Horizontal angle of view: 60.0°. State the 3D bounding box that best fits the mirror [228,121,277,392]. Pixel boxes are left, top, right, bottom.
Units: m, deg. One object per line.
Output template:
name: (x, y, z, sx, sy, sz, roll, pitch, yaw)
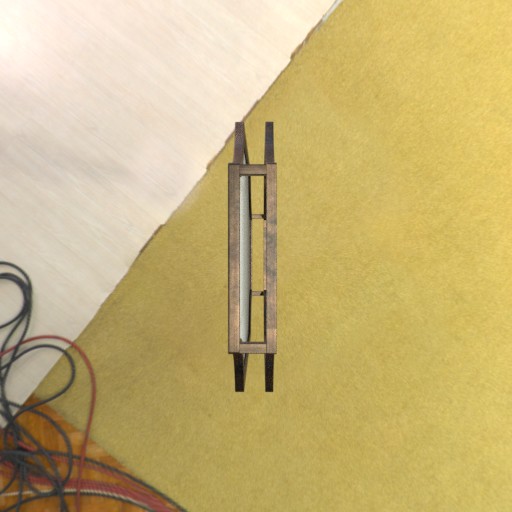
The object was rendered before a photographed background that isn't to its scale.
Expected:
mirror: (0.000, 0.000, 1.001, 0.066, 0.811, 0.462, 0, 90, 1)
